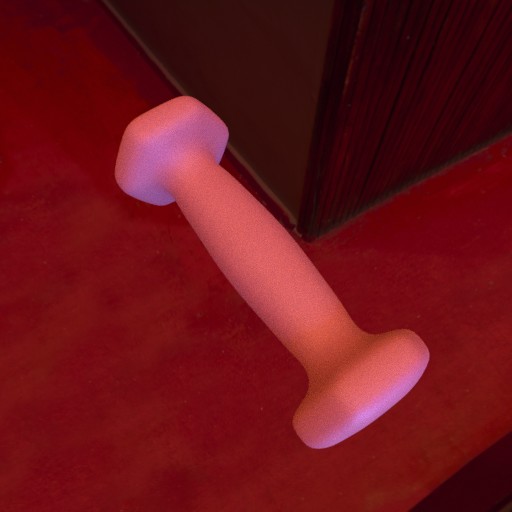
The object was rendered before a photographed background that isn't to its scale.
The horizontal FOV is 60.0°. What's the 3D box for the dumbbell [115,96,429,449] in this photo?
[{"bbox_3d":[0.000,0.000,0.148,0.047,0.043,0.123,-33,68,-15],"label":"dumbbell"}]
